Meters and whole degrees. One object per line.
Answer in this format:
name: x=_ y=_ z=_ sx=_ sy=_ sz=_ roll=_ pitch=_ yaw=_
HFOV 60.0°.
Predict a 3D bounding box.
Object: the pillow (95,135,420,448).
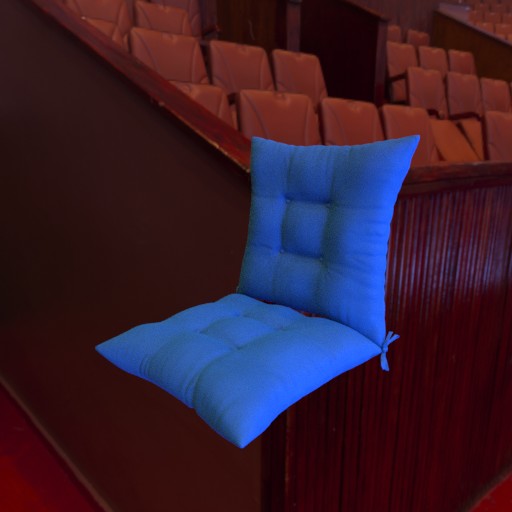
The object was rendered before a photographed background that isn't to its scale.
pillow: x=0.000 y=0.000 z=1.019 sx=0.541 sy=0.536 sz=0.585 roll=14 pitch=20 yaw=42
